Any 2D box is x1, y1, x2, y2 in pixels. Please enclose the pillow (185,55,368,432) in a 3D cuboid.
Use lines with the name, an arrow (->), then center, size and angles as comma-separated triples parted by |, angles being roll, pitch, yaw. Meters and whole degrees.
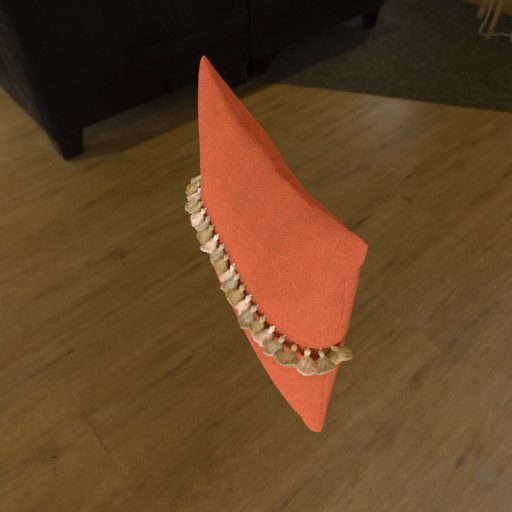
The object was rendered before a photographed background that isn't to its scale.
pillow -> 0.000, 0.000, 0.748 | 0.165, 0.482, 0.490 | -19, 51, -16
